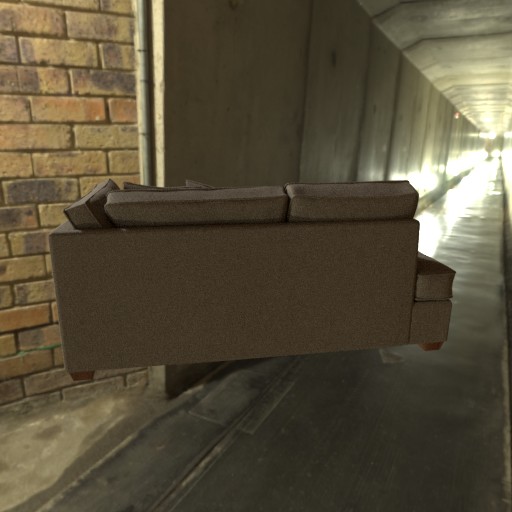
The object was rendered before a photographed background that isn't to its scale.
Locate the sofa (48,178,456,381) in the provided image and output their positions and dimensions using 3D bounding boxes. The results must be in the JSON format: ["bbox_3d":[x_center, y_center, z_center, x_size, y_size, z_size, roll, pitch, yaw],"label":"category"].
[{"bbox_3d":[0.000,0.000,2.913,2.237,1.033,1.110,-3,16,-9],"label":"sofa"}]
